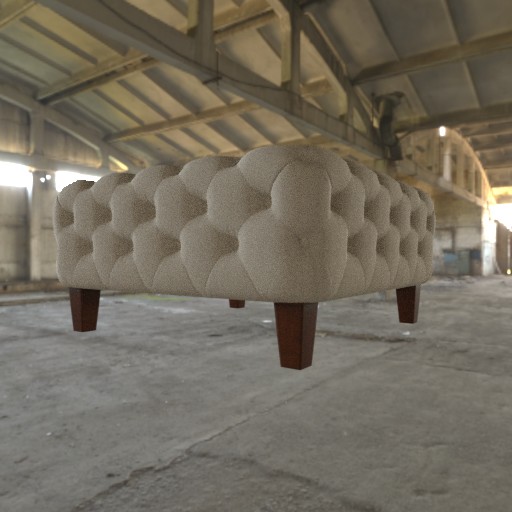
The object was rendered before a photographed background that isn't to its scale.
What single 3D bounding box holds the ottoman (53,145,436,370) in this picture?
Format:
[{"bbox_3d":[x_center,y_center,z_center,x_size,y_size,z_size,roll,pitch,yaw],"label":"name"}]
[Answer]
[{"bbox_3d":[0.000,0.000,1.182,0.755,0.376,0.753,0,0,36],"label":"ottoman"}]
